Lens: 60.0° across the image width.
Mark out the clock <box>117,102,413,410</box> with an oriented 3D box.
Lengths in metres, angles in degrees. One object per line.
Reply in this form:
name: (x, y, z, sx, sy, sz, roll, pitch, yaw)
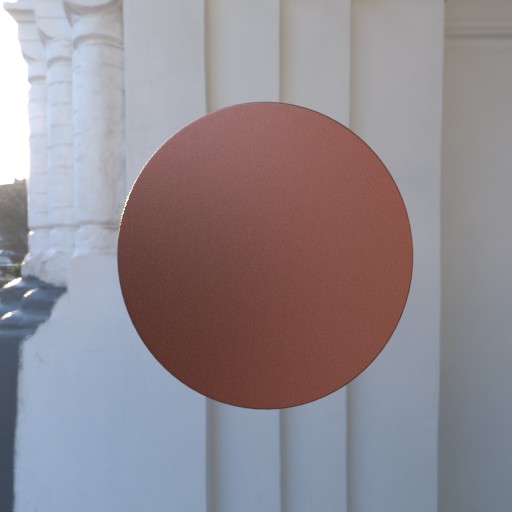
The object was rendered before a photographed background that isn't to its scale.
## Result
clock: (0.000, 0.000, 0.471, 0.313, 0.313, 0.040, 0, 1, 16)
